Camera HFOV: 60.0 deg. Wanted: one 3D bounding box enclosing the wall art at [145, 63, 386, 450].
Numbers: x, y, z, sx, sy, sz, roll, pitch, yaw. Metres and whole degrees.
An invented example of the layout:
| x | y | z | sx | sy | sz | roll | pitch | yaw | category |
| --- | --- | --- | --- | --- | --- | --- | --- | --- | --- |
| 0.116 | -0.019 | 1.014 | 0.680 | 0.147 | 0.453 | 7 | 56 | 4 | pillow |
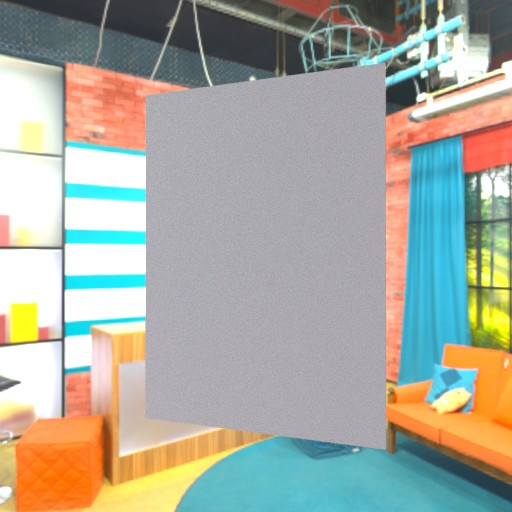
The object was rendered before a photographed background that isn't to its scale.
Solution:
| x | y | z | sx | sy | sz | roll | pitch | yaw | category |
| --- | --- | --- | --- | --- | --- | --- | --- | --- | --- |
| 0.000 | 0.000 | 0.676 | 0.381 | 0.533 | 0.013 | 0 | 0 | 19 | wall art |
